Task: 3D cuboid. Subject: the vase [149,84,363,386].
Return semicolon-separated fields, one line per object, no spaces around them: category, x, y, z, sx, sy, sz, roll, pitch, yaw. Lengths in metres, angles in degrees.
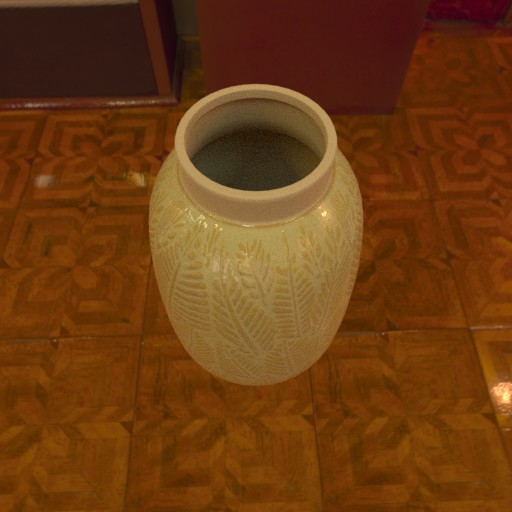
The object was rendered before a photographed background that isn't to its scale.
vase;0.000;0.000;0.376;0.172;0.270;0.172;0;58;0
